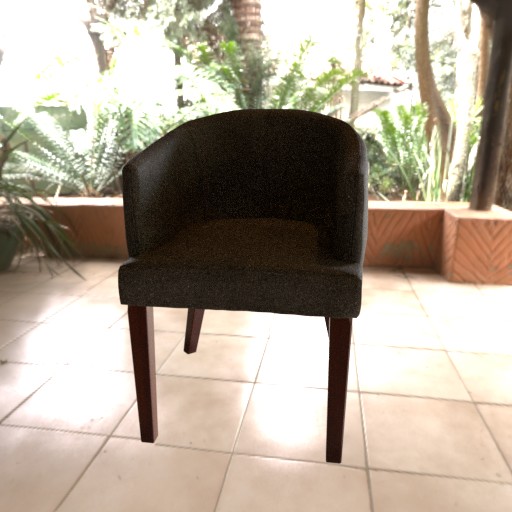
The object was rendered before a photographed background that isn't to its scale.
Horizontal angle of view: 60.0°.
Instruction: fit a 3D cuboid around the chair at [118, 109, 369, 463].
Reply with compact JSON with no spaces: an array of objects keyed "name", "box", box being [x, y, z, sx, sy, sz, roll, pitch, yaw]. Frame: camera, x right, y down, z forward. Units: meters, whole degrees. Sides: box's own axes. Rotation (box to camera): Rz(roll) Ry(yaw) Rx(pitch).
[{"name":"chair","box":[0.000,0.000,1.231,0.583,0.811,0.655,2,15,8]}]
